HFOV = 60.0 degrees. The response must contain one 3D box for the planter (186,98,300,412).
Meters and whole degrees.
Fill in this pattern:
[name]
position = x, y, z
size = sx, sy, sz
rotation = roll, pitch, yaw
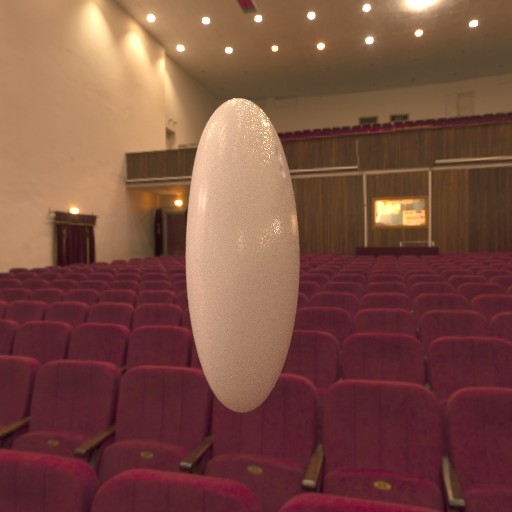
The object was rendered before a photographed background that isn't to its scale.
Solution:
[planter]
position = 0.000, 0.000, 0.280
size = 0.043, 0.188, 0.185
rotation = 0, 0, 17
